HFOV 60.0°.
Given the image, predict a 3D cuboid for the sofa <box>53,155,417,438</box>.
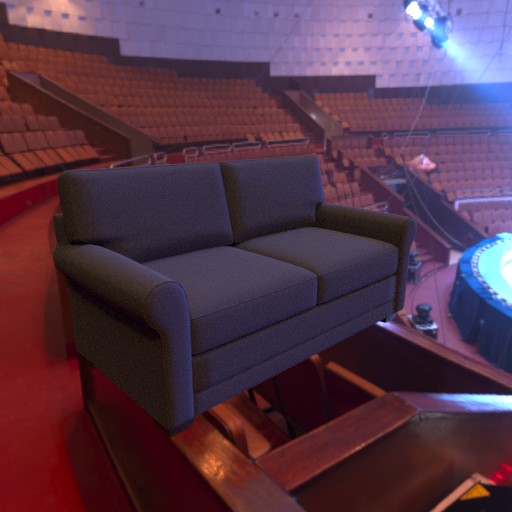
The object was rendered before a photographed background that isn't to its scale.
[{"bbox_3d":[0.000,0.000,2.502,1.930,1.020,0.940,-14,22,-41],"label":"sofa"}]
